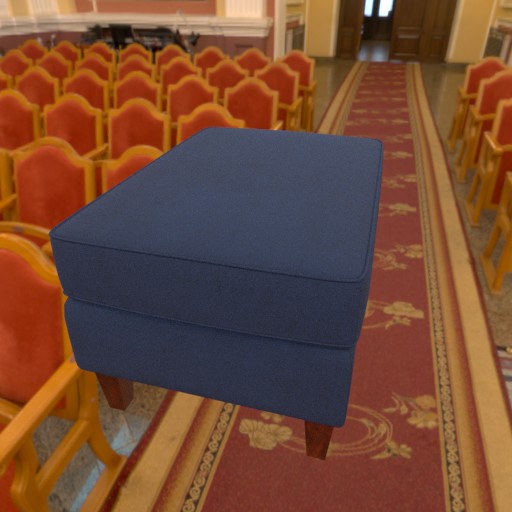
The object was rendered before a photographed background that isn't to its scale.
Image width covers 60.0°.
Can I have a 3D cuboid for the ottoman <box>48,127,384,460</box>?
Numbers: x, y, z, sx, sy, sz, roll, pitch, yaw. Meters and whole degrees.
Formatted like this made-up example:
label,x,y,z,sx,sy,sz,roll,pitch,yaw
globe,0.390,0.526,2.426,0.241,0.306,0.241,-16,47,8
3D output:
label,x,y,z,sx,sy,sz,roll,pitch,yaw
ottoman,0.000,0.000,1.367,0.686,0.584,0.965,8,31,14
